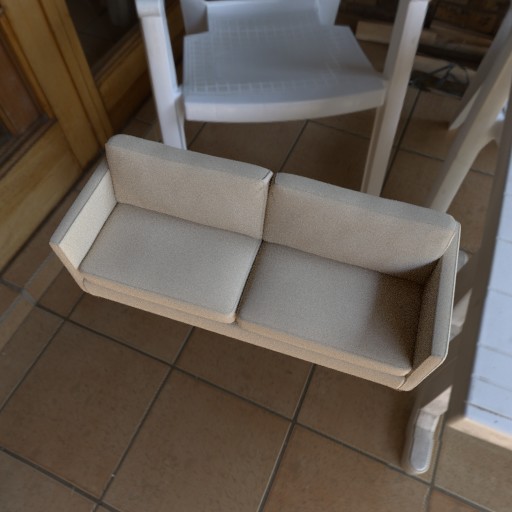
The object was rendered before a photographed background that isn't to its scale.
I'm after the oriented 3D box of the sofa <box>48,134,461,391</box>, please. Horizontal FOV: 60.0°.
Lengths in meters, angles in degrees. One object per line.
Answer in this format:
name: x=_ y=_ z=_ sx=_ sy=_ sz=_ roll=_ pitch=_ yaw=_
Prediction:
sofa: x=0.000 y=0.000 z=2.904 sx=2.361 sy=0.968 sz=0.951 roll=16 pitch=60 yaw=9
